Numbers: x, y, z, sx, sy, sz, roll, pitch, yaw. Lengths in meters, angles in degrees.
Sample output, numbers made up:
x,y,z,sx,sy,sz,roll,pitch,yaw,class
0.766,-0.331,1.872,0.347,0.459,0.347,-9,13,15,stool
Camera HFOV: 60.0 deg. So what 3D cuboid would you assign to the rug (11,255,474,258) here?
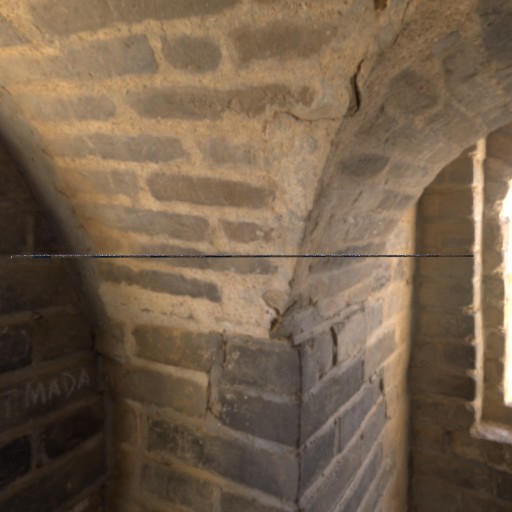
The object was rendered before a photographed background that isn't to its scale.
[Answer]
x,y,z,sx,sy,sz,roll,pitch,yaw,class
0.000,0.000,1.612,1.492,0.007,0.503,0,0,-17,rug
